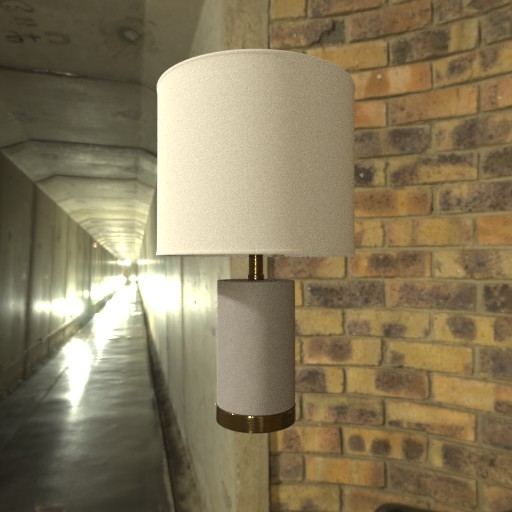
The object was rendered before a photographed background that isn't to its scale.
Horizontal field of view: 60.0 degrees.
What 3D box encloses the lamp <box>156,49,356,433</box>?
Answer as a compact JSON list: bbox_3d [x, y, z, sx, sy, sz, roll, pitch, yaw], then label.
[{"bbox_3d":[0.000,0.000,0.521,0.229,0.380,0.229,0,-1,0],"label":"lamp"}]
